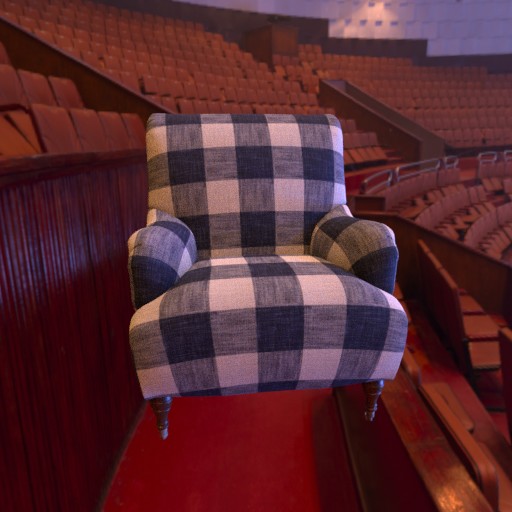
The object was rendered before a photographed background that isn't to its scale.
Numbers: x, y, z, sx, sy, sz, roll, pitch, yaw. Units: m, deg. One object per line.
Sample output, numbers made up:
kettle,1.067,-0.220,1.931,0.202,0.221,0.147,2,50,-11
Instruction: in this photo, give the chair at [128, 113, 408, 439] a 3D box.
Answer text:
chair,0.000,0.000,1.524,0.781,0.953,0.848,-2,16,-7
